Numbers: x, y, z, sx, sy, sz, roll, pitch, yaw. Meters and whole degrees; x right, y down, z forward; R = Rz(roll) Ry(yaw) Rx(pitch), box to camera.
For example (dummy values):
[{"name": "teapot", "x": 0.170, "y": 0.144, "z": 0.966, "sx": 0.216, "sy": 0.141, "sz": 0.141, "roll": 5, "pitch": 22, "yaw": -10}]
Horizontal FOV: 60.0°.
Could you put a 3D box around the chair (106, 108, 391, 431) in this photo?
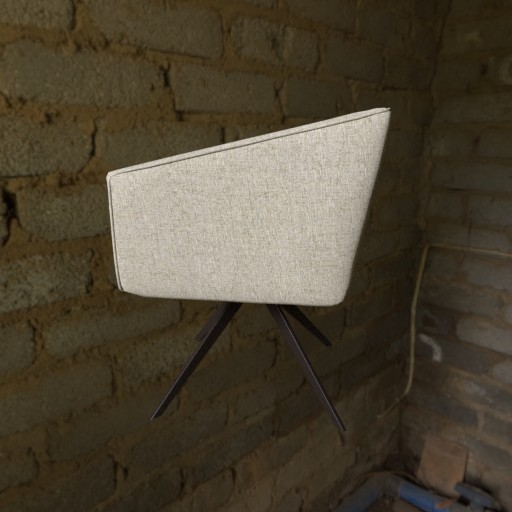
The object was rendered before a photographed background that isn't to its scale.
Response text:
[{"name": "chair", "x": 0.000, "y": 0.000, "z": 1.274, "sx": 0.623, "sy": 0.760, "sz": 0.628, "roll": 2, "pitch": 14, "yaw": 8}]
